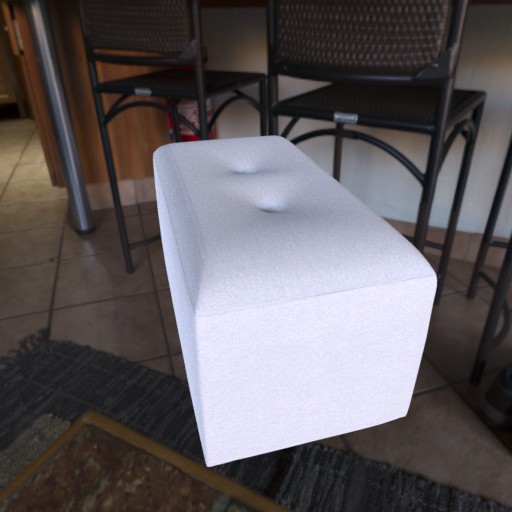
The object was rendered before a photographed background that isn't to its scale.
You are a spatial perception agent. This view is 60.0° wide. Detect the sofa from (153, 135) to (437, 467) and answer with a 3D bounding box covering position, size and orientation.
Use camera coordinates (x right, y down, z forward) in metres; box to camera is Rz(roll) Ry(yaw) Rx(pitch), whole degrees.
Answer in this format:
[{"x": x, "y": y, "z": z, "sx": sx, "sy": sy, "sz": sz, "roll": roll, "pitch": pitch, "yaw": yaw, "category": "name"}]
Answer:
[{"x": 0.000, "y": 0.000, "z": 1.235, "sx": 0.480, "sy": 0.470, "sz": 0.930, "roll": -8, "pitch": 31, "yaw": -13, "category": "sofa"}]
